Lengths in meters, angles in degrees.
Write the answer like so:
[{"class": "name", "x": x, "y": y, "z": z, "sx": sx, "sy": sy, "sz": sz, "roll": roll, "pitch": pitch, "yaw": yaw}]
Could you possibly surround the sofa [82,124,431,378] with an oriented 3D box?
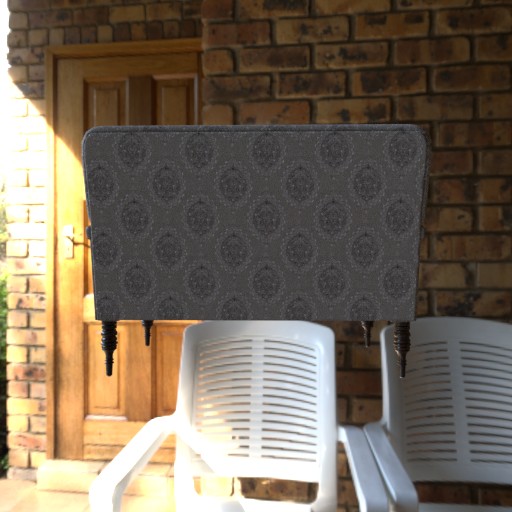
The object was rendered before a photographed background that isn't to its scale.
[{"class": "sofa", "x": 0.000, "y": 0.000, "z": 1.870, "sx": 1.297, "sy": 0.889, "sz": 0.779, "roll": 0, "pitch": 0, "yaw": 1}]
